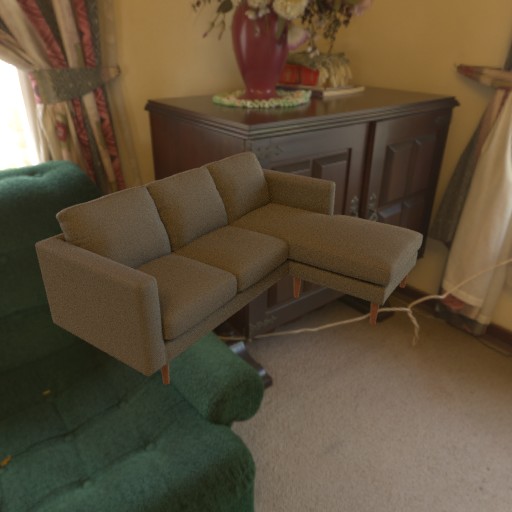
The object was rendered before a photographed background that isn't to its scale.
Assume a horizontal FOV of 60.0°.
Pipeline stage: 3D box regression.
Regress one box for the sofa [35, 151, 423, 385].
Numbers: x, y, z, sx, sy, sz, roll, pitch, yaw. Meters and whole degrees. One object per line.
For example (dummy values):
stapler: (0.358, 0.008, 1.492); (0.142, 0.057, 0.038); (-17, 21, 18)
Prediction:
sofa: (0.000, 0.000, 2.890); (1.591, 0.897, 2.031); (17, 31, 31)
